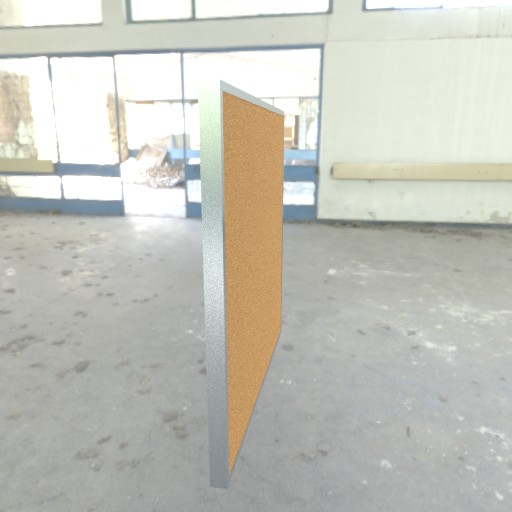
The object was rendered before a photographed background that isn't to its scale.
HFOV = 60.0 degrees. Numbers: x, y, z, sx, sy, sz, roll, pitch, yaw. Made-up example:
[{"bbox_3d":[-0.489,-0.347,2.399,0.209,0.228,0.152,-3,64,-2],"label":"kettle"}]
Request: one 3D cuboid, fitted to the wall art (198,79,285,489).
[{"bbox_3d":[0.000,0.000,1.217,0.038,0.806,0.806,3,15,11],"label":"wall art"}]
